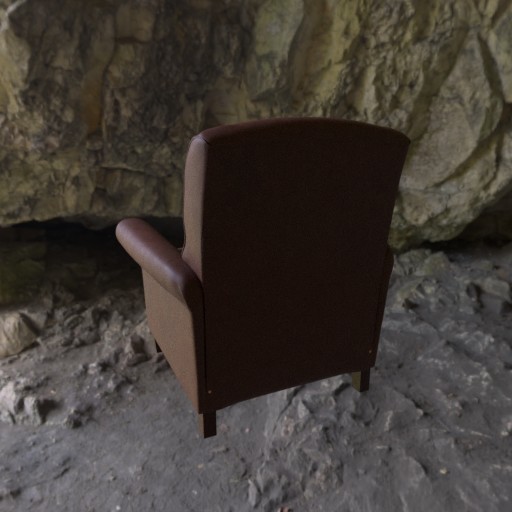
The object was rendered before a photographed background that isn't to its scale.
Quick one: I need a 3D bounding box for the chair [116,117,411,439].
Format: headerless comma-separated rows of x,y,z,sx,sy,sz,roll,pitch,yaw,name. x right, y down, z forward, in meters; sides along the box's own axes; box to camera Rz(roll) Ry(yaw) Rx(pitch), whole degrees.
0.000,0.000,1.821,0.978,1.061,0.902,-7,17,-24,chair
